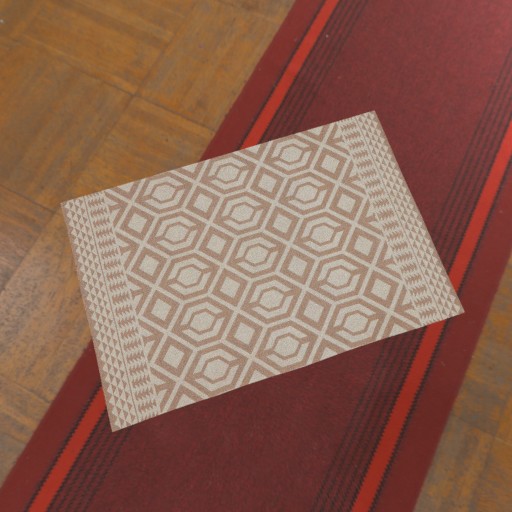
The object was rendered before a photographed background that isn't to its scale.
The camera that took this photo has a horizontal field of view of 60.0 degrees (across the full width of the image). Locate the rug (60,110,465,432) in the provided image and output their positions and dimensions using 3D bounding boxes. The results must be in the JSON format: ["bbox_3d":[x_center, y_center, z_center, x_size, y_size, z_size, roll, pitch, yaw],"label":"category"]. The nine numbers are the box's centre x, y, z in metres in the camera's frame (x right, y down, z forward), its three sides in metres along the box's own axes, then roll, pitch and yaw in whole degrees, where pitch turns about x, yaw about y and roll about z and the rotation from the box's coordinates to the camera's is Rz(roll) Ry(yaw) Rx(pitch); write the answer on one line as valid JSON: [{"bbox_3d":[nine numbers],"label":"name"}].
[{"bbox_3d":[0.000,0.000,2.322,1.829,0.008,1.219,-18,76,-5],"label":"rug"}]
